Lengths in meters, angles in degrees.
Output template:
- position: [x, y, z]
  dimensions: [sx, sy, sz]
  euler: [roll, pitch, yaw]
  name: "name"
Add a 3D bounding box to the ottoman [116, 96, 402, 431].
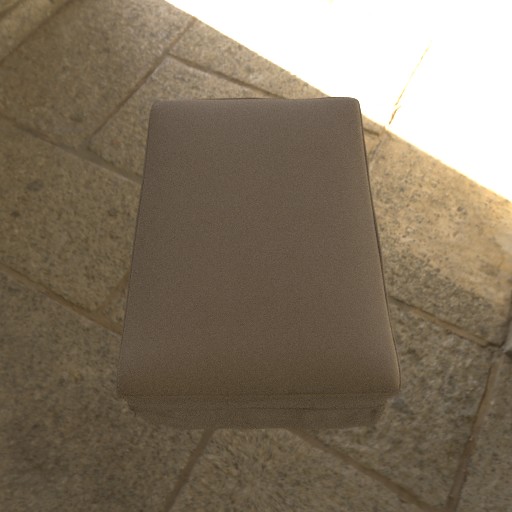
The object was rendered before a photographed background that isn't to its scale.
- position: [0.000, 0.000, 1.341]
  dimensions: [0.721, 0.482, 0.959]
  euler: [-1, 63, 0]
  name: "ottoman"
